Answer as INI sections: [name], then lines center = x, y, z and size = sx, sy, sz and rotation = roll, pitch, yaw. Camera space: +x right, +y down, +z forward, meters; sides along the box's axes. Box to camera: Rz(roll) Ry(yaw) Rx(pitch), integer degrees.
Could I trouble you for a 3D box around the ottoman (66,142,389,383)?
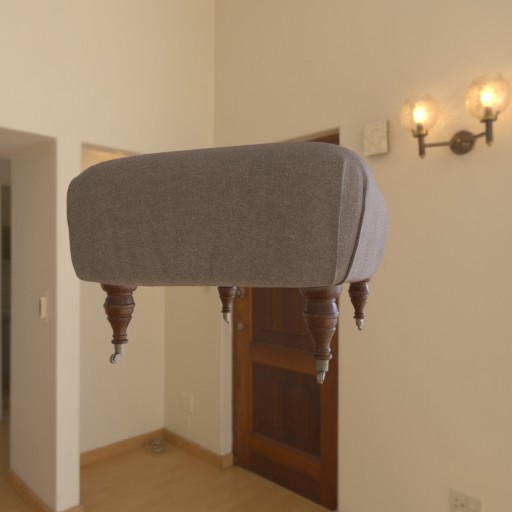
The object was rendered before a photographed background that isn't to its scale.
[ottoman]
center = 0.000, 0.000, 1.133
size = 0.622, 0.450, 0.747
rotation = 0, 0, 20
